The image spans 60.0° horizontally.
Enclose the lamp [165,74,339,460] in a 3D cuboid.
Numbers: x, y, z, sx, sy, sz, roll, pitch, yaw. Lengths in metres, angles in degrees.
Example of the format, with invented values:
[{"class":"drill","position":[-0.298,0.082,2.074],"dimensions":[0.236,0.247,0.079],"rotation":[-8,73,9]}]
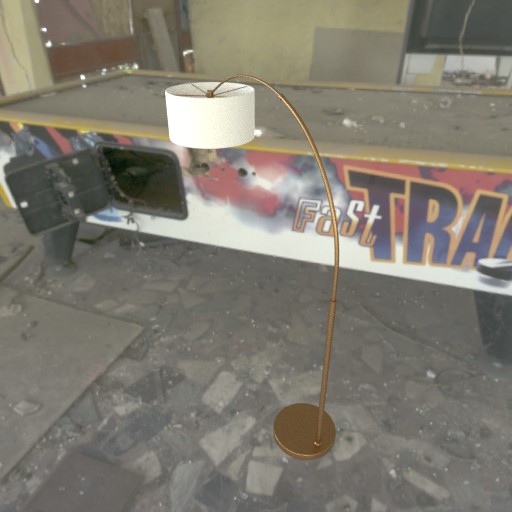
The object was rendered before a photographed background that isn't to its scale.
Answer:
[{"class":"lamp","position":[0.000,0.000,2.549],"dimensions":[0.493,1.927,1.434],"rotation":[-18,35,-28]}]
